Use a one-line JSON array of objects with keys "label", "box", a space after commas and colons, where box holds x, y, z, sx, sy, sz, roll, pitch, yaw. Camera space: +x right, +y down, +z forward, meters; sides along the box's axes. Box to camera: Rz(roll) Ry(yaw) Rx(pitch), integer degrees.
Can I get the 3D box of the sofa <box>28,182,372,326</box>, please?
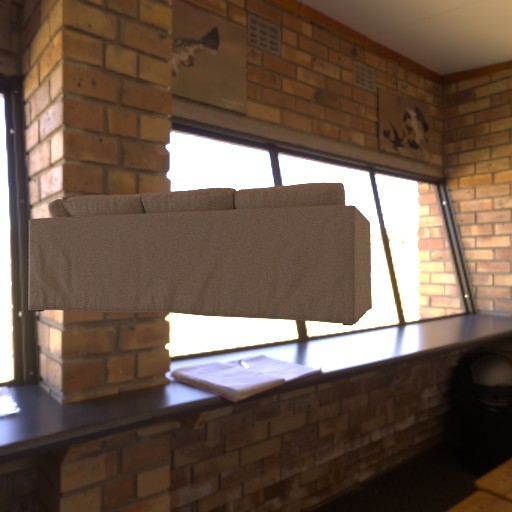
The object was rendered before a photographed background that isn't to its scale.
[{"label": "sofa", "box": [0.000, 0.000, 4.542, 2.427, 0.882, 3.460, 0, -1, 19]}]
